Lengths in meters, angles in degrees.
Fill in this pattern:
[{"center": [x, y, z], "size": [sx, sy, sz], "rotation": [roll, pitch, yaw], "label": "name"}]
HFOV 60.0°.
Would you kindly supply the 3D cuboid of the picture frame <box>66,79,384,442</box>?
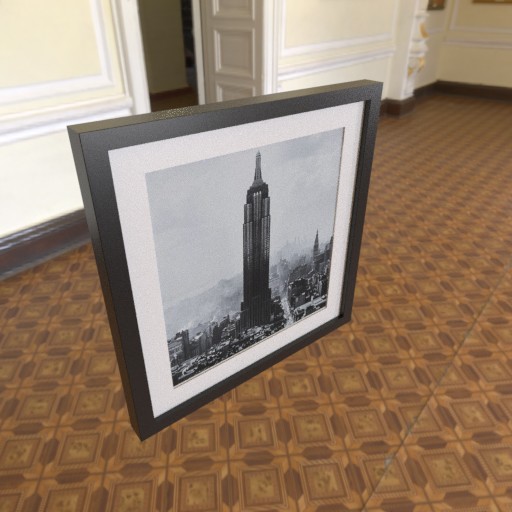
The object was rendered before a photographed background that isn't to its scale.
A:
[{"center": [0.000, 0.000, 0.521], "size": [0.355, 0.353, 0.029], "rotation": [-22, 37, -32], "label": "picture frame"}]
